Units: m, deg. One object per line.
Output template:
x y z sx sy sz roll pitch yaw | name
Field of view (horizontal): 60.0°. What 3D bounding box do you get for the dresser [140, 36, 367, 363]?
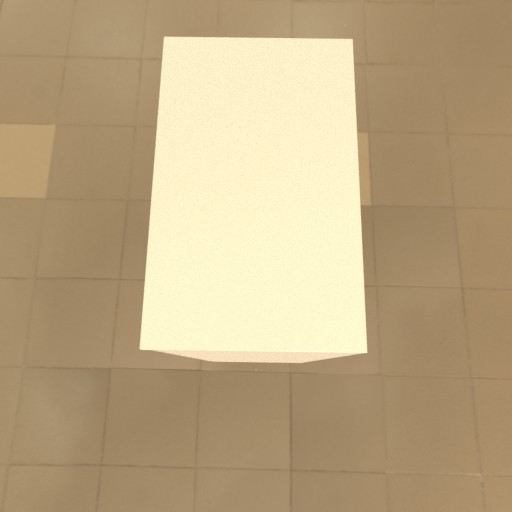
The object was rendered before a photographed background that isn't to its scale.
0.000 0.000 1.434 0.400 1.190 0.650 1 76 0 | dresser
